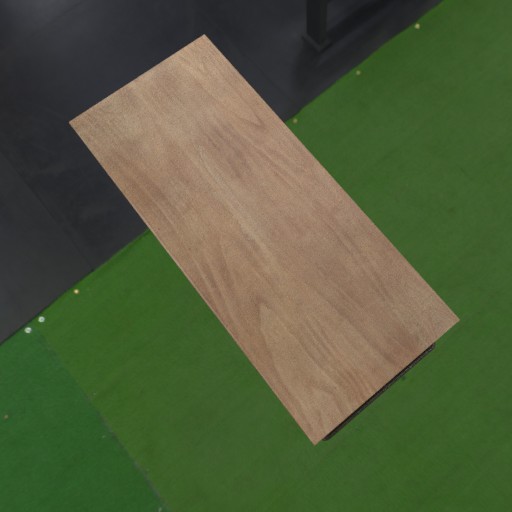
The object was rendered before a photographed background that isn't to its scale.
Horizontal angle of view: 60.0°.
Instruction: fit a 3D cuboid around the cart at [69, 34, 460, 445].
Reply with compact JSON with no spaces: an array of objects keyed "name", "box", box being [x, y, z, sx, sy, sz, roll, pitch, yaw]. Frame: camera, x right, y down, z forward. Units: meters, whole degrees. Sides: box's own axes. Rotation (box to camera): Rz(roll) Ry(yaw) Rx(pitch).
[{"name":"cart","box":[0.000,0.000,0.975,0.298,0.554,0.686,-37,79,-9]}]
